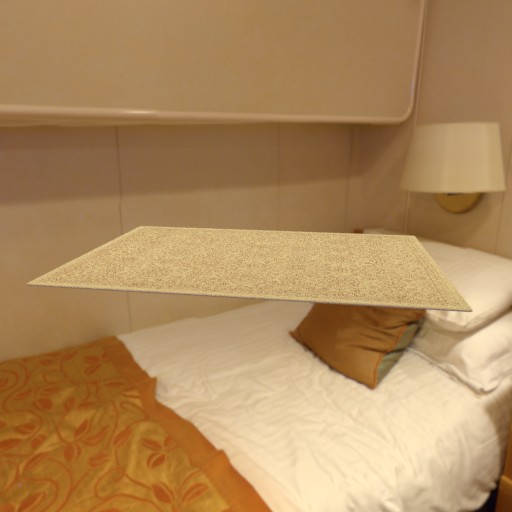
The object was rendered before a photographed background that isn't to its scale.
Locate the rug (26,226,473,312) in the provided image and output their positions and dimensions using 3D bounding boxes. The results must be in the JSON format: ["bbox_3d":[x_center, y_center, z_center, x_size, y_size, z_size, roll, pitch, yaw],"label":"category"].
[{"bbox_3d":[0.000,0.000,2.358,1.829,0.010,1.219,3,16,9],"label":"rug"}]
